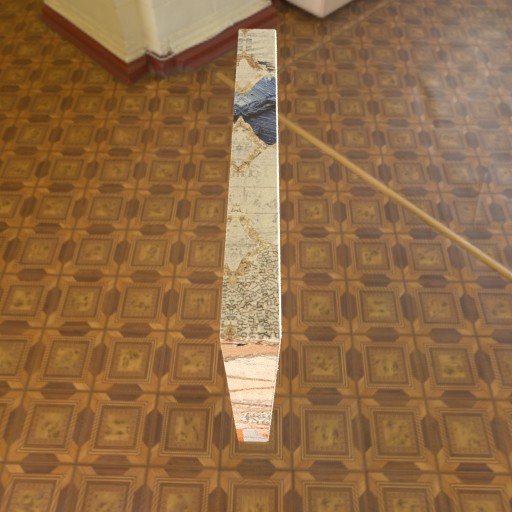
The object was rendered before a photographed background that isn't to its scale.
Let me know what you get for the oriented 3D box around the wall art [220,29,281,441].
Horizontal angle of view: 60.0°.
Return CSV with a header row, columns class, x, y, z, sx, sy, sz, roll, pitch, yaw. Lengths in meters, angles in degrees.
class,x,y,z,sx,sy,sz,roll,pitch,yaw
wall art,0.000,0.000,0.453,0.036,0.304,0.303,1,57,0
